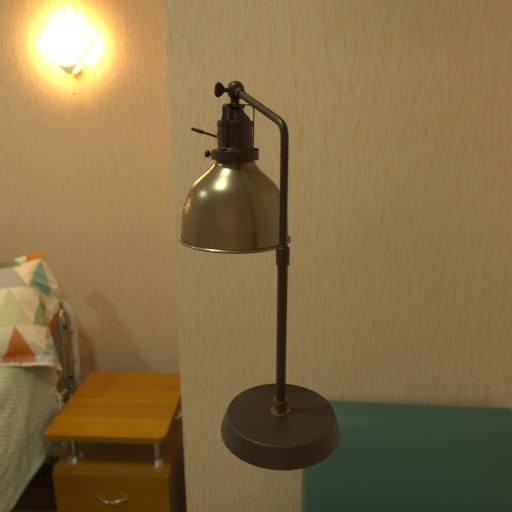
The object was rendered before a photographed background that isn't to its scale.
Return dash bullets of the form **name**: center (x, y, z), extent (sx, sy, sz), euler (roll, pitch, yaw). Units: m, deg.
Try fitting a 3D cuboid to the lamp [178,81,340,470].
- **lamp**: center (0.000, 0.000, 0.616), extent (0.175, 0.469, 0.298), euler (-7, 16, -26)
